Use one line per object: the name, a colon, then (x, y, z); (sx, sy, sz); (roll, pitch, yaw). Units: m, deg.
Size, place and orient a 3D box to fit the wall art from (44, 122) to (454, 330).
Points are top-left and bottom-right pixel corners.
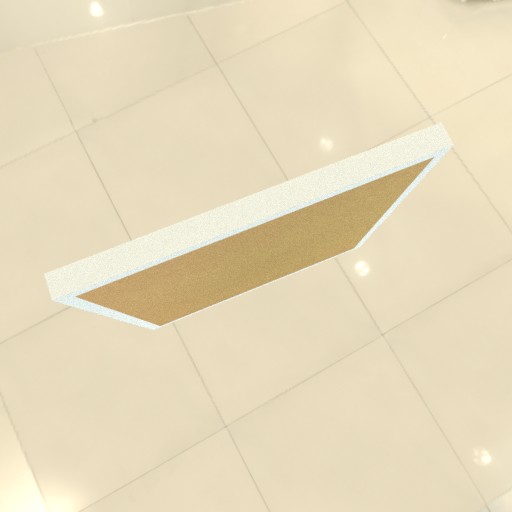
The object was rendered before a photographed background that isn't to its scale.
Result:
wall art: (0.000, 0.000, 0.466); (0.307, 0.307, 0.020); (-22, 78, -5)
